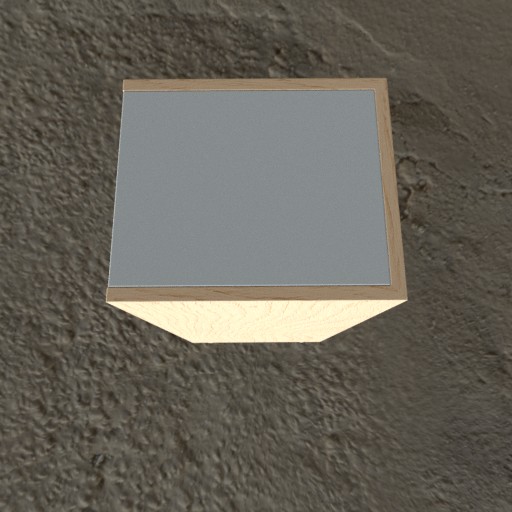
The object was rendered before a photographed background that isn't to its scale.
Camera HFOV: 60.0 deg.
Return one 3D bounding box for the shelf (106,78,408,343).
[{"bbox_3d":[0.000,0.000,0.747,0.290,0.600,0.250,0,75,0],"label":"shelf"}]
